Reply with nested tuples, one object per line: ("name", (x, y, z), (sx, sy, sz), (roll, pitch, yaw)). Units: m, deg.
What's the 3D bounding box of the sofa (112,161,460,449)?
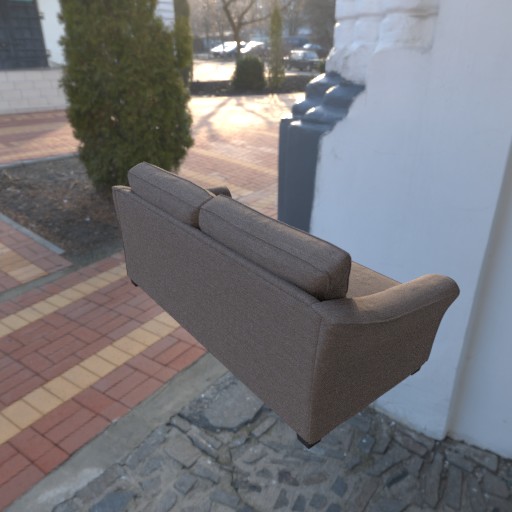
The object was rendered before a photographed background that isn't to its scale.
("sofa", (0.000, 0.000, 2.825), (0.980, 0.965, 2.270), (-18, 31, -33))
